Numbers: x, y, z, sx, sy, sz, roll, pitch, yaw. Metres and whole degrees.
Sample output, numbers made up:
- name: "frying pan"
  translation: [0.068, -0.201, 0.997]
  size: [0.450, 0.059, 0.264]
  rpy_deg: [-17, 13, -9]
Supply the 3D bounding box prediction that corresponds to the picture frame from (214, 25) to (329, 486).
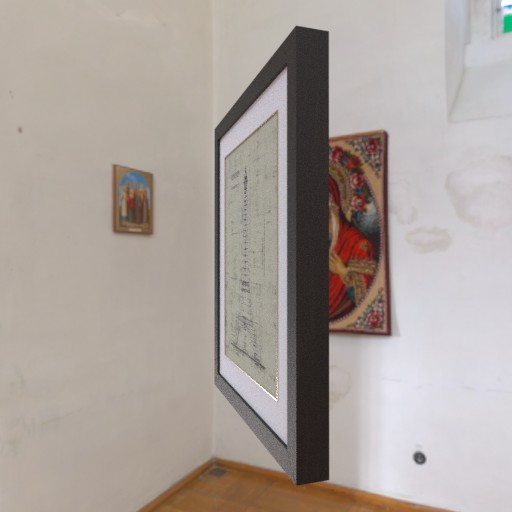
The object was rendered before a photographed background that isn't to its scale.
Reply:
- name: "picture frame"
  translation: [0.000, 0.000, 0.757]
  size: [0.044, 0.555, 0.452]
  rpy_deg: [0, 0, -18]
